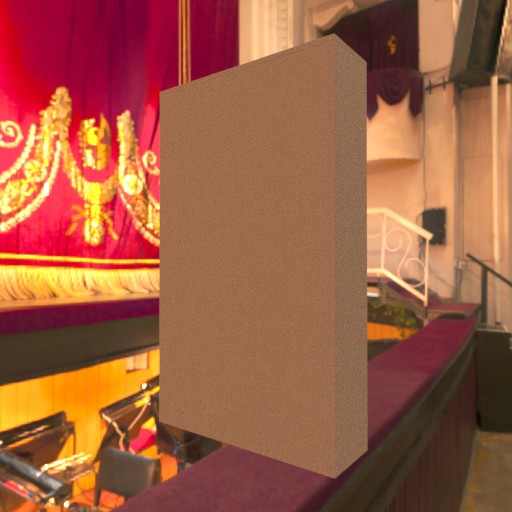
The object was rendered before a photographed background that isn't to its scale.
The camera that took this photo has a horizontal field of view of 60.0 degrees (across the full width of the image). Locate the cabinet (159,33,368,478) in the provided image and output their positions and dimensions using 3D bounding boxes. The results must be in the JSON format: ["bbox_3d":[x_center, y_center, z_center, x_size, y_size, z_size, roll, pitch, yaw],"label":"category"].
[{"bbox_3d":[0.000,0.000,1.598,0.750,1.280,0.250,0,-1,37],"label":"cabinet"}]
